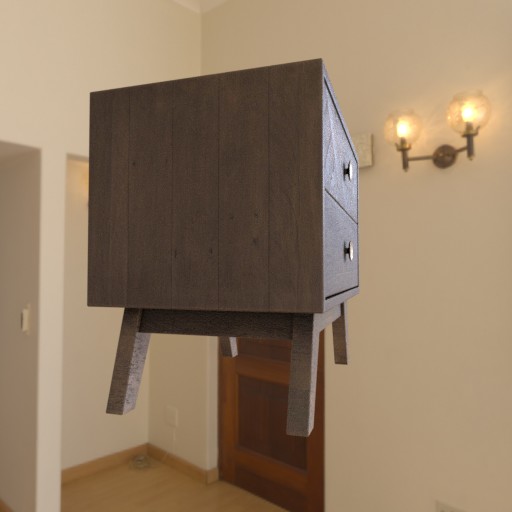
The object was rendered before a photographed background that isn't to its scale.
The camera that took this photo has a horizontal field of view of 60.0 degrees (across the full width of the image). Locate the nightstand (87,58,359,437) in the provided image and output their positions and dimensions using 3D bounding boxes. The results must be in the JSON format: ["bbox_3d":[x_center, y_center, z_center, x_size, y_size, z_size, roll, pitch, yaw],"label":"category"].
[{"bbox_3d":[0.000,0.000,1.061,0.450,0.599,0.650,-1,-2,18],"label":"nightstand"}]
